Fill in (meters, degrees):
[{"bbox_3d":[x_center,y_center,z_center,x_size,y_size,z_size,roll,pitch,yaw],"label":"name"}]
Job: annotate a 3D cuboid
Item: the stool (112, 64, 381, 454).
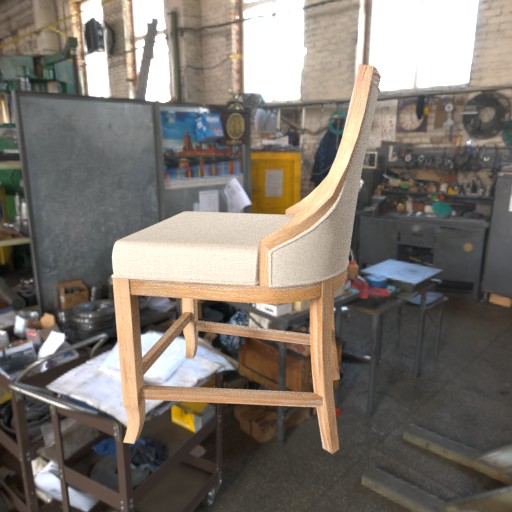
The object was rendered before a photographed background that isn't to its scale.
[{"bbox_3d":[0.000,0.000,1.267,0.626,0.938,0.524,3,15,10],"label":"stool"}]
